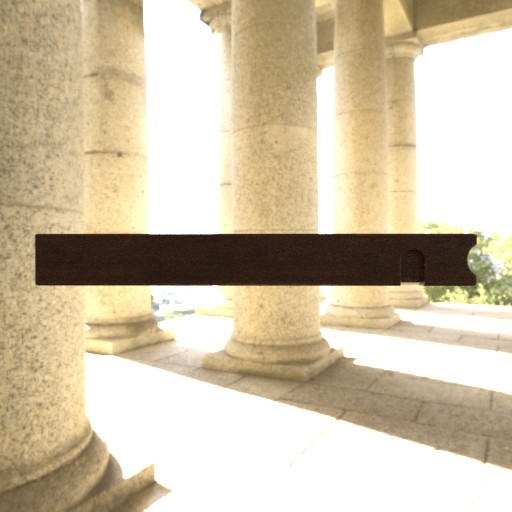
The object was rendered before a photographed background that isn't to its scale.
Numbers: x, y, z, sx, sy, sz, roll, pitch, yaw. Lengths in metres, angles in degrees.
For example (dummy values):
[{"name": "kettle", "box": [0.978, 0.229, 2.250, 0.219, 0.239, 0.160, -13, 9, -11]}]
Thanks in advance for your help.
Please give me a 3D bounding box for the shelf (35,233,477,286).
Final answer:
[{"name": "shelf", "box": [0.000, 0.000, 0.443, 0.296, 0.035, 0.296, 0, 1, 1]}]
